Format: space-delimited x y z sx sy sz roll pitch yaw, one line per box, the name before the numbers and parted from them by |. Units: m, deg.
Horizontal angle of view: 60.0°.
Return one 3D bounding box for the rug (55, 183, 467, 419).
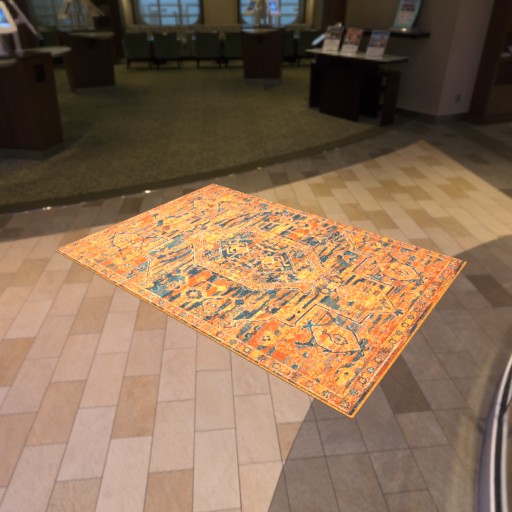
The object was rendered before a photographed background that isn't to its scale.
rug | 0.000 0.000 3.817 2.916 0.019 2.043 22 37 32
